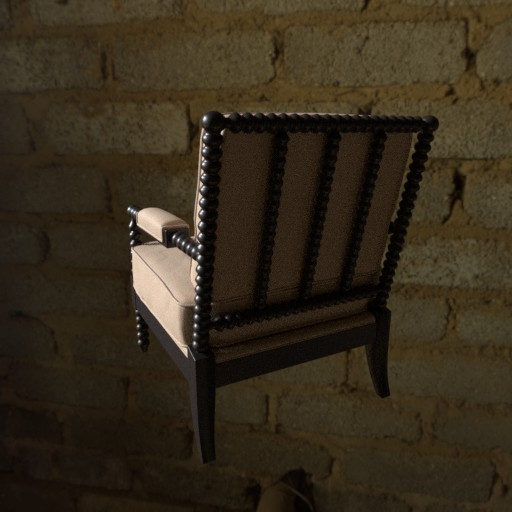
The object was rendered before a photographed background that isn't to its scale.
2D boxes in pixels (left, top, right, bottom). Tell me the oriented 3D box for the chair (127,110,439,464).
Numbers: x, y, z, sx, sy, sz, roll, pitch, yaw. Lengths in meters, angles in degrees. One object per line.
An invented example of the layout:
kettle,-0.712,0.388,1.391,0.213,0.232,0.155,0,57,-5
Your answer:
chair,0.000,0.000,1.163,0.555,0.703,0.657,-8,18,-27
